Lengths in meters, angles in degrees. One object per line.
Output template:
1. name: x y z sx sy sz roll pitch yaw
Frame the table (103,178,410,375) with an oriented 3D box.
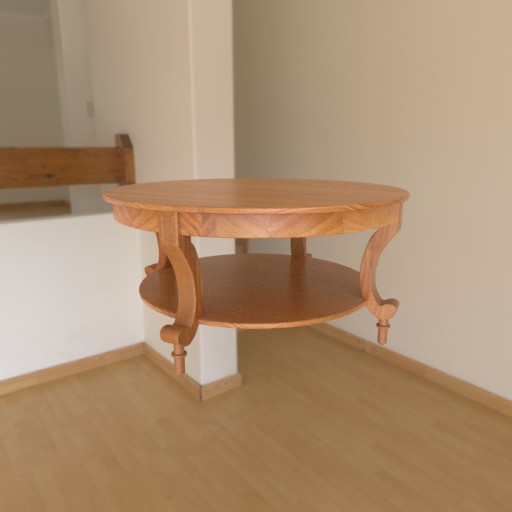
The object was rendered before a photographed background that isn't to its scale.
1. table: 0.000 0.000 1.616 1.029 0.490 1.029 0 14 0
